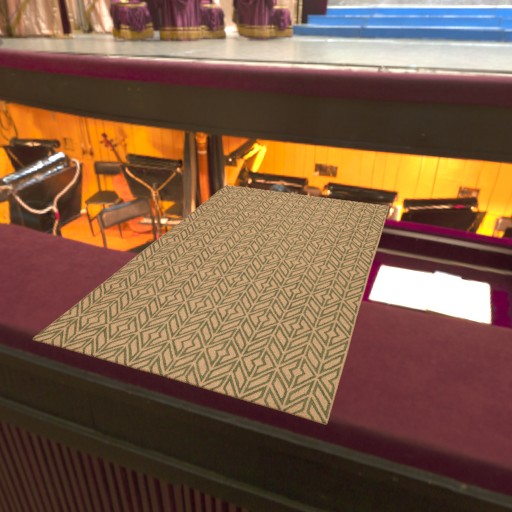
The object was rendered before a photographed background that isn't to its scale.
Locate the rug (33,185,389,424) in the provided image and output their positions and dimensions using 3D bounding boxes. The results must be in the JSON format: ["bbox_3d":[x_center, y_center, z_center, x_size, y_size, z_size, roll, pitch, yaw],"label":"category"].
[{"bbox_3d":[0.000,0.000,3.014,1.517,0.011,2.435,10,30,18],"label":"rug"}]
